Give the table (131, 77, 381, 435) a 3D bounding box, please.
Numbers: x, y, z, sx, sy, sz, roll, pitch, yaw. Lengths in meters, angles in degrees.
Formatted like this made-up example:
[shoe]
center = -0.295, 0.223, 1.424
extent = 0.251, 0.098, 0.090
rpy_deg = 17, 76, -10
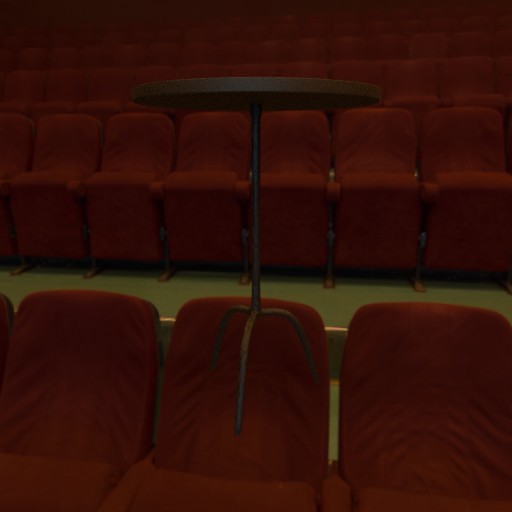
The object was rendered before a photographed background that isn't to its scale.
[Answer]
[table]
center = 0.000, 0.000, 1.011
extent = 0.502, 0.700, 0.502
rpy_deg = 2, 15, 7
